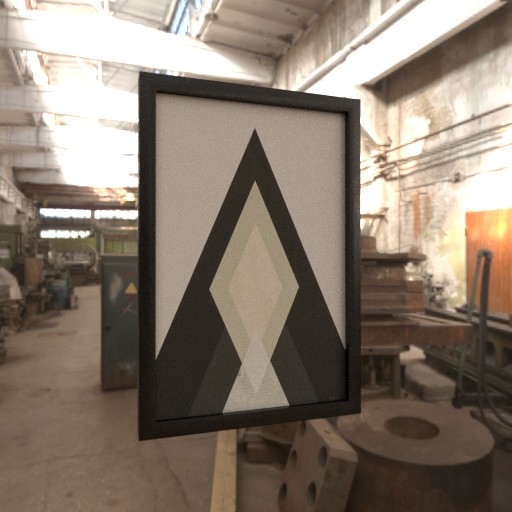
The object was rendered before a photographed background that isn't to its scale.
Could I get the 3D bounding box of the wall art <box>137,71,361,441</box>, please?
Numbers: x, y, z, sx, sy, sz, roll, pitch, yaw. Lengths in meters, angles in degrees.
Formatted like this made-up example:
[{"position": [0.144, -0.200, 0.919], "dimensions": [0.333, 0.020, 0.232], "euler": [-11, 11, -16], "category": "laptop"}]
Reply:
[{"position": [0.000, 0.000, 0.609], "dimensions": [0.313, 0.457, 0.031], "euler": [0, 0, -18], "category": "wall art"}]
